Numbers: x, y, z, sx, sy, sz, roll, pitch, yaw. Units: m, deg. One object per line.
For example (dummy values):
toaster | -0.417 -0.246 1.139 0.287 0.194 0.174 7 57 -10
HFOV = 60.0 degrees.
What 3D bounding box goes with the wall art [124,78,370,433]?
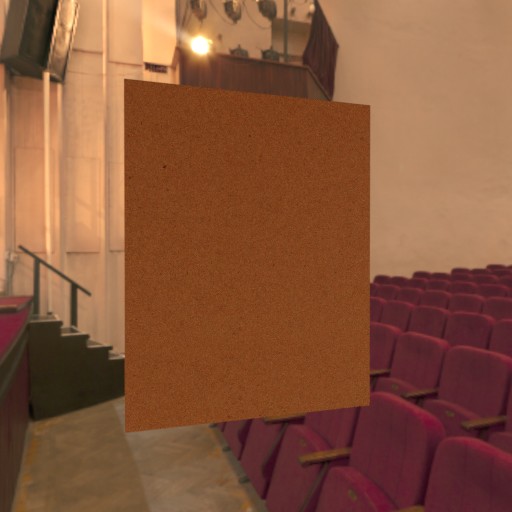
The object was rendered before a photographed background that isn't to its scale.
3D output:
wall art | 0.000 0.000 0.846 0.481 0.613 0.020 0 1 -17
